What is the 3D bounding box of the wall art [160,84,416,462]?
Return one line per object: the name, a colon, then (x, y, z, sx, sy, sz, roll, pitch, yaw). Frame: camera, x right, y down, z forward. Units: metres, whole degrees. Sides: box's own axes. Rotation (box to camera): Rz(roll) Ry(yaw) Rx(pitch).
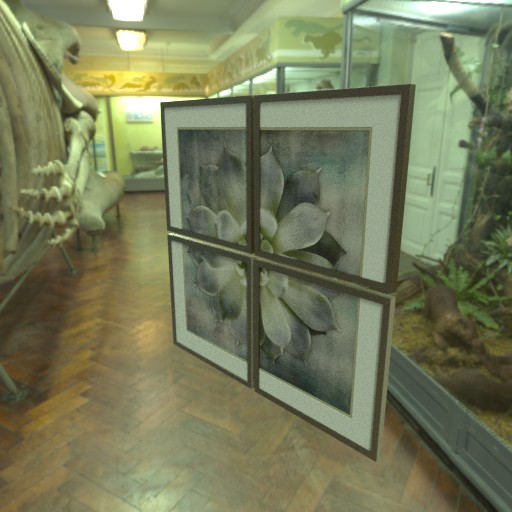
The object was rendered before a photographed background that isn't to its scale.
wall art: (0.000, 0.000, 1.511, 0.030, 1.032, 1.032, -15, 22, -42)
